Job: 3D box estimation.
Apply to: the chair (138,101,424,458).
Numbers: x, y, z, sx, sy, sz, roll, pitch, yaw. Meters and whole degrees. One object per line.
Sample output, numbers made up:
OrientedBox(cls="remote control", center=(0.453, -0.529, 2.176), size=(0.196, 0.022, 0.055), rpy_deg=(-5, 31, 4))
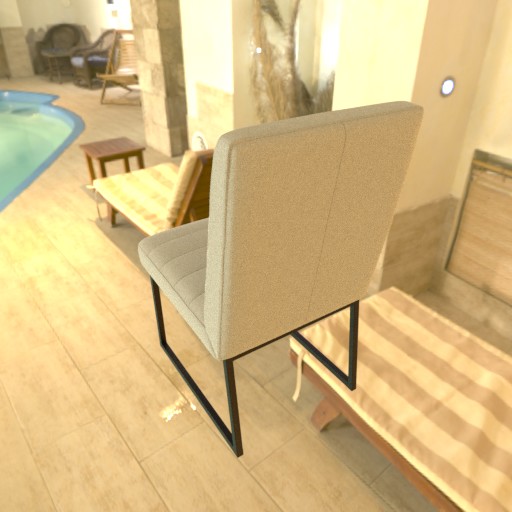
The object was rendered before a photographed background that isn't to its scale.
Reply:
OrientedBox(cls="chair", center=(0.000, 0.000, 1.311), size=(0.520, 0.930, 0.634), rpy_deg=(-19, 36, -28))
